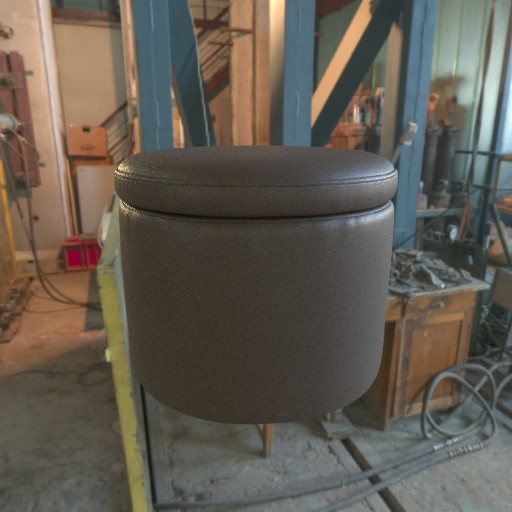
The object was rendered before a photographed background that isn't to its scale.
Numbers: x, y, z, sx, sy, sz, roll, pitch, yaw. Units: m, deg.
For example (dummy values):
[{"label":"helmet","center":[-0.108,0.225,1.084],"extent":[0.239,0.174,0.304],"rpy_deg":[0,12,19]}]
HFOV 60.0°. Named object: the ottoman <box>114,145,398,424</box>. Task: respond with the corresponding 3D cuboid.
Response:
[{"label":"ottoman","center":[0.000,0.000,0.858],"extent":[0.500,0.409,0.500],"rpy_deg":[0,16,0]}]
